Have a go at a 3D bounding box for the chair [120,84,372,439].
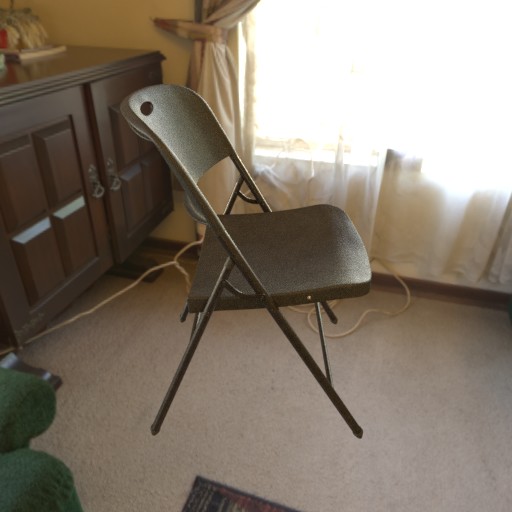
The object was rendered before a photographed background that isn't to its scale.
[{"bbox_3d":[0.000,0.000,1.158,0.566,0.810,0.494,0,31,1],"label":"chair"}]
